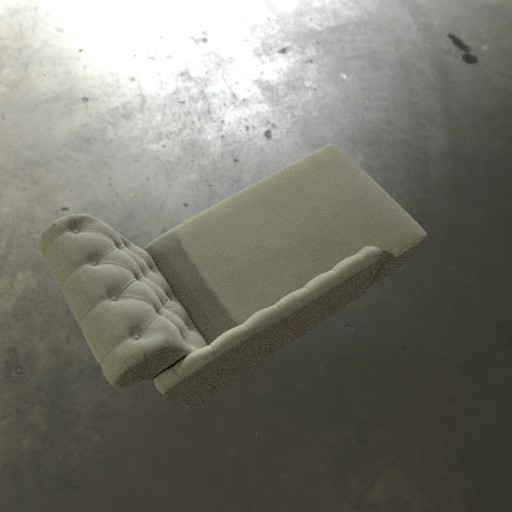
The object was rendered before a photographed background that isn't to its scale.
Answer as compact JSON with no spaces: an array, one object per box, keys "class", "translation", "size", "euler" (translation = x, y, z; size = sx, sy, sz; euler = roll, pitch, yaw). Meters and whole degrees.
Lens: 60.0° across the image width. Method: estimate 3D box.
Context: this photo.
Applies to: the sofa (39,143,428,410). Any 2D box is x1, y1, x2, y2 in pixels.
[{"class":"sofa","translation":[0.000,0.000,1.845],"size":[1.379,0.787,0.675],"euler":[-31,65,-16]}]
